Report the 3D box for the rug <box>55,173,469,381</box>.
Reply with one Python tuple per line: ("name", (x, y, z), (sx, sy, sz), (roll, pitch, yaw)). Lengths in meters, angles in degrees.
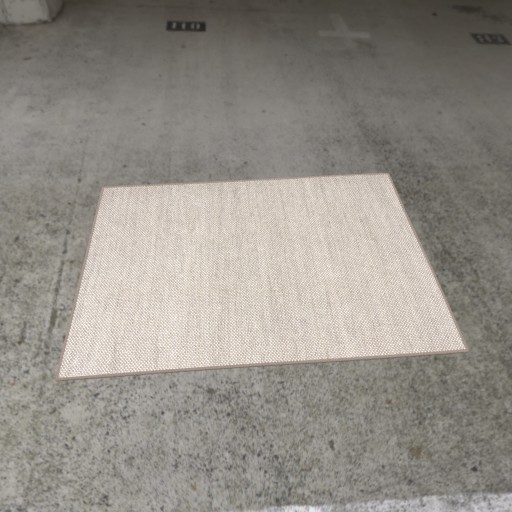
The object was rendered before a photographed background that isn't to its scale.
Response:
("rug", (0.000, 0.000, 2.750), (2.115, 0.013, 1.517), (-3, 48, -3))
